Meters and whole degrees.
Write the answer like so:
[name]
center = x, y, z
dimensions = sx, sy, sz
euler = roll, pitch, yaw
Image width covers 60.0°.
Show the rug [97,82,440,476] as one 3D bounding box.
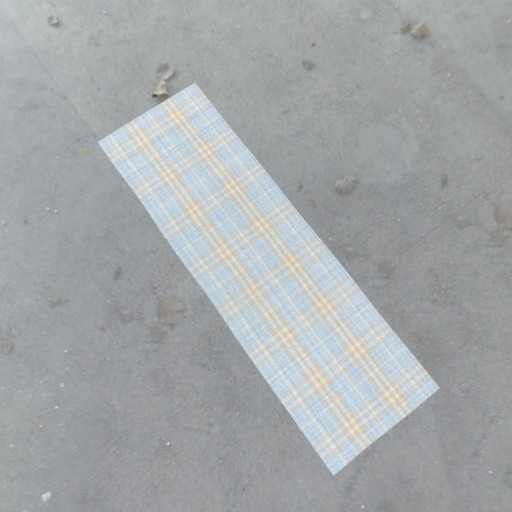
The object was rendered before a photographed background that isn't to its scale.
[rug]
center = 0.000, 0.000, 2.665
dimensions = 0.762, 0.013, 2.439
euler = -35, 78, -9
